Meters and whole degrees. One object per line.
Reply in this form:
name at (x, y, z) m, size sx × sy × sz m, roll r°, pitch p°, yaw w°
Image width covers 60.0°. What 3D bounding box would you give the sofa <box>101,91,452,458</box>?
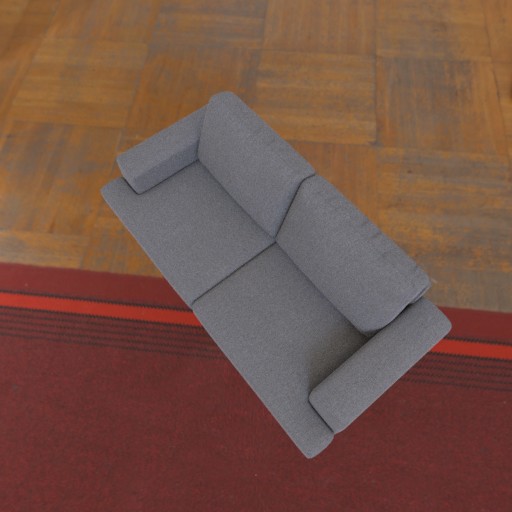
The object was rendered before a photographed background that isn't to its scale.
sofa at (0.000, 0.000, 2.107) m, size 0.785 × 0.810 × 1.650 m, roll -36°, pitch 69°, yaw -16°
